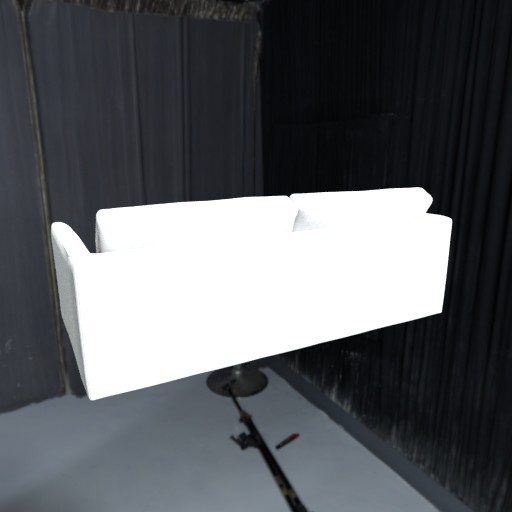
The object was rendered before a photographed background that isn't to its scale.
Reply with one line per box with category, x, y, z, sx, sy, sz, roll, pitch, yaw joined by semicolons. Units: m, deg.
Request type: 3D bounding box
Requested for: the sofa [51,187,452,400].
sofa;0.000;0.000;2.783;2.588;0.838;1.090;-7;16;-27
